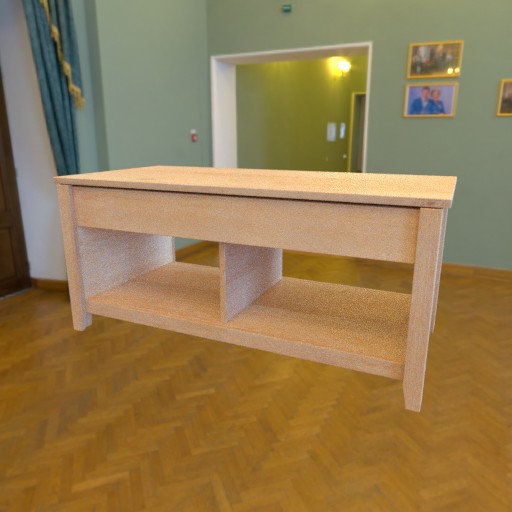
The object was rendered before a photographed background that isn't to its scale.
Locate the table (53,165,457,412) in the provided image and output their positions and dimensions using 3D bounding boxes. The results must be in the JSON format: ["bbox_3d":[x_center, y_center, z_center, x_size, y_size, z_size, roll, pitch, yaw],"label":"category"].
[{"bbox_3d":[0.000,0.000,1.294,1.016,0.457,0.483,7,17,24],"label":"table"}]
